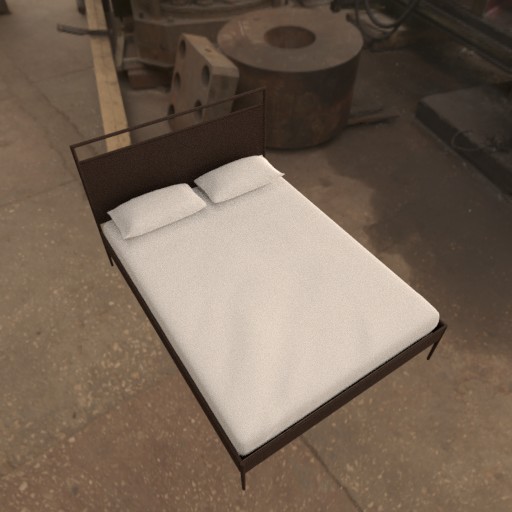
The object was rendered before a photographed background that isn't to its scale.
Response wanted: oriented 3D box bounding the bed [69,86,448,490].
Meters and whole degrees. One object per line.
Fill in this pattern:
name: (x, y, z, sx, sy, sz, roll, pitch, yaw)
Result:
bed: (0.000, 0.000, 3.040, 1.572, 1.173, 2.122, -25, 51, -22)
